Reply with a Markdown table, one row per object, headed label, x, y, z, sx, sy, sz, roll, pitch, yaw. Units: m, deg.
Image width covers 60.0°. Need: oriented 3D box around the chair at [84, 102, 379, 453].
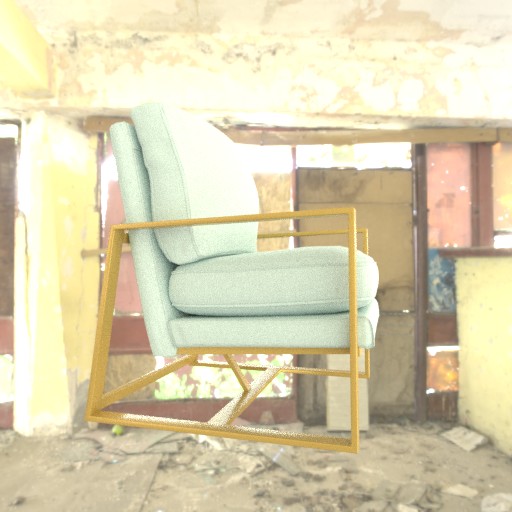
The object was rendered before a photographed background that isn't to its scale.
| label | x | y | z | sx | sy | sz | roll | pitch | yaw |
| --- | --- | --- | --- | --- | --- | --- | --- | --- | --- |
| chair | 0.000 | 0.000 | 1.529 | 0.813 | 0.956 | 0.758 | 0 | -1 | 17 |
